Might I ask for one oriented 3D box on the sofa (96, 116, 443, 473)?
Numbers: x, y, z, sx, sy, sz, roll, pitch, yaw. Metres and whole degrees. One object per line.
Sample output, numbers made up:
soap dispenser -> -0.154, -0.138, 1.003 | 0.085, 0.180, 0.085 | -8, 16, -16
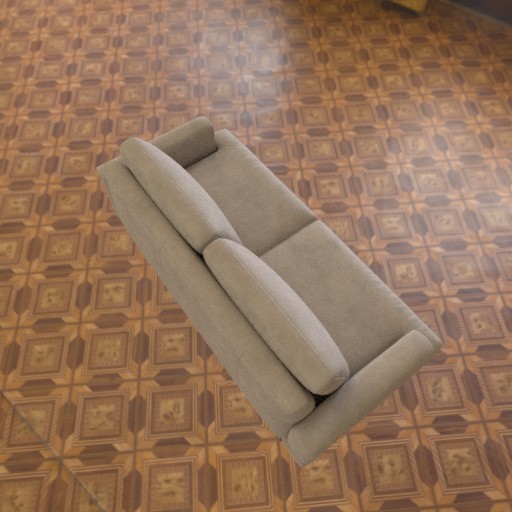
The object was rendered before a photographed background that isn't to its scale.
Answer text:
sofa -> 0.000, 0.000, 2.513 | 0.980, 0.830, 2.013 | -33, 64, -18
